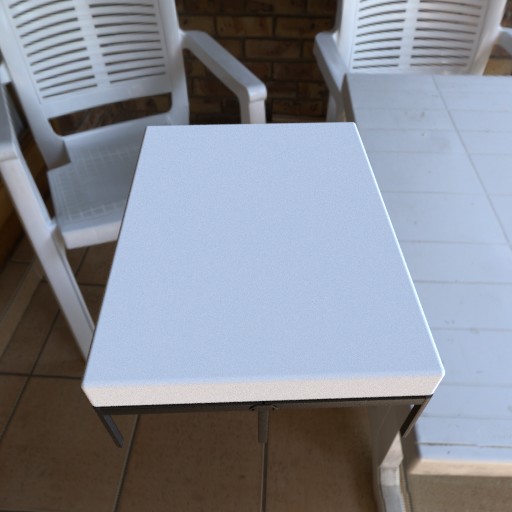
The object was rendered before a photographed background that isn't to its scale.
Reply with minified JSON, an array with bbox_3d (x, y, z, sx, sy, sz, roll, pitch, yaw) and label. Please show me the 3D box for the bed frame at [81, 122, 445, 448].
[{"bbox_3d":[0.000,0.000,2.772,1.557,0.659,2.072,-2,47,-1],"label":"bed frame"}]
